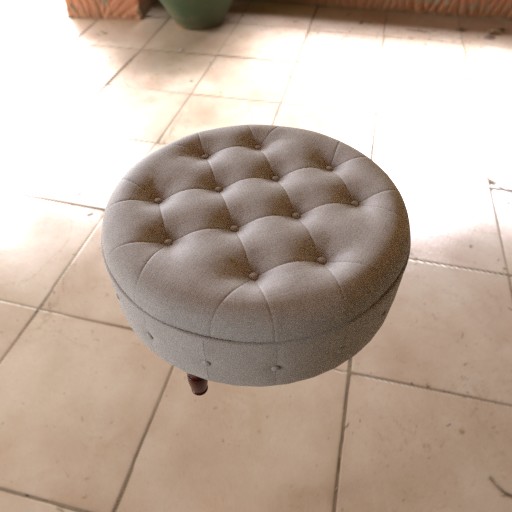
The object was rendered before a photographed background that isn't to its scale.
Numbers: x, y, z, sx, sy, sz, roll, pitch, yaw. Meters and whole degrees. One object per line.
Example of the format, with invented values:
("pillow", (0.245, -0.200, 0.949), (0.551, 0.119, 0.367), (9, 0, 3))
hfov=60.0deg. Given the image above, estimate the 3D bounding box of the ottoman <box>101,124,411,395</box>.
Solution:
("ottoman", (0.000, 0.000, 1.366), (0.849, 0.478, 0.849), (0, 46, 0))
